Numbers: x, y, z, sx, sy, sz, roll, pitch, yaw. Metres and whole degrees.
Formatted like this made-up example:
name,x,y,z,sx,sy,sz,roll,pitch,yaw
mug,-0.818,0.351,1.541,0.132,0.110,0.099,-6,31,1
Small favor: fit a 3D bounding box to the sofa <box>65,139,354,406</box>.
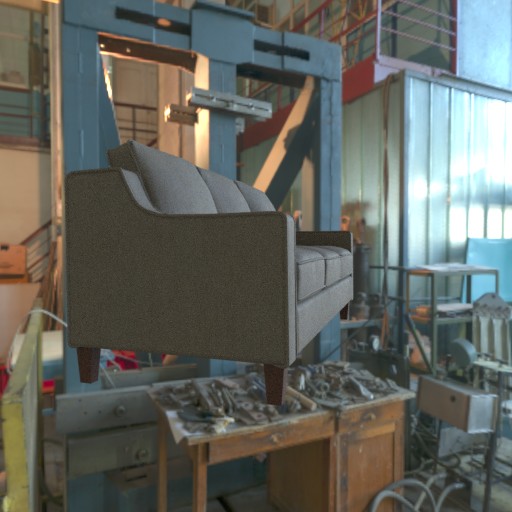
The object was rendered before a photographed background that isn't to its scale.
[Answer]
name,x,y,z,sx,sy,sz,roll,pitch,yaw
sofa,0.000,0.000,2.522,0.911,0.974,1.986,0,1,18
